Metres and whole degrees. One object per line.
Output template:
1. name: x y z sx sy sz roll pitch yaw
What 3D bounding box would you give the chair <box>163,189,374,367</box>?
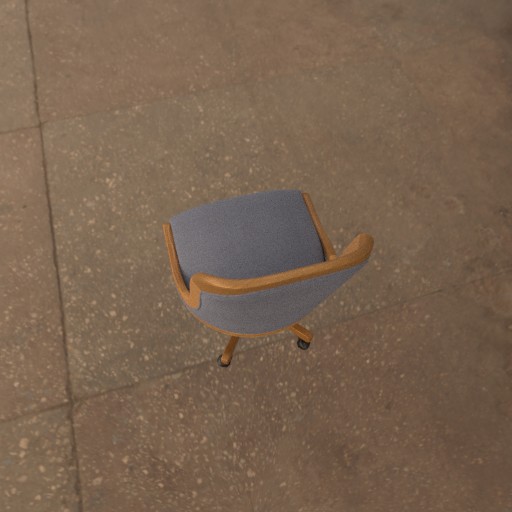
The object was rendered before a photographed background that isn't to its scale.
1. chair: 0.000 0.000 1.514 0.605 1.031 0.735 -13 60 -8
